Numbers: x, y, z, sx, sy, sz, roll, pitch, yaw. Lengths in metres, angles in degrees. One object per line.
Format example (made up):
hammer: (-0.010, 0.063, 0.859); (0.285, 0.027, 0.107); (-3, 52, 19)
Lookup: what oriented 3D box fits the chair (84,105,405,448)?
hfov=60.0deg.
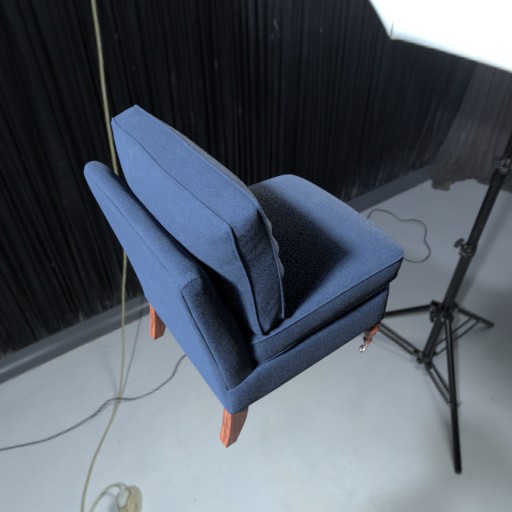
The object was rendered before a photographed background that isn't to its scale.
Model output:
chair: (0.000, 0.000, 1.668); (0.912, 1.052, 0.724); (-25, 47, -26)
